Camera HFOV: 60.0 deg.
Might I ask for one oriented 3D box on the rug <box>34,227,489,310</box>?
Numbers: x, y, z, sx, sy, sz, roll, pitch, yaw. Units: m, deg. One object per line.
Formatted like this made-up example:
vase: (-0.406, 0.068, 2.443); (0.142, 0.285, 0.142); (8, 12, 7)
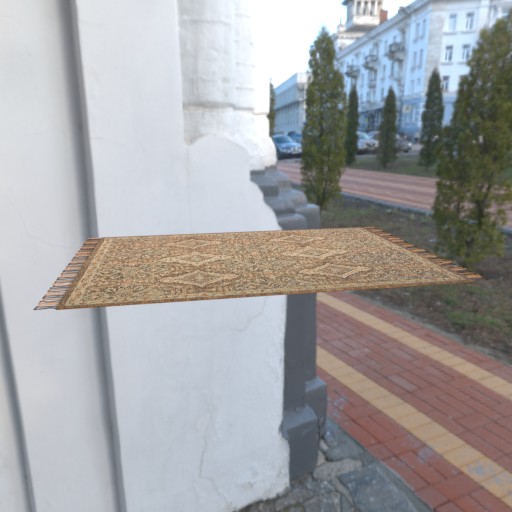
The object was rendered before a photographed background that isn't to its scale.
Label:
rug: (0.000, 0.000, 3.030); (2.434, 0.010, 1.516); (-3, 16, -10)
